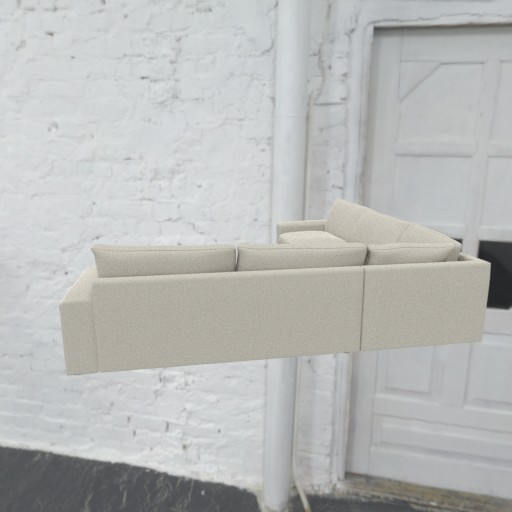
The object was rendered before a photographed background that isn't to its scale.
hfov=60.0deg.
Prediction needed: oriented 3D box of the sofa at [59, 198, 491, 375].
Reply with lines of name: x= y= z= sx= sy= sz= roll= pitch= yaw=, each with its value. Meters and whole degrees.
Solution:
sofa: x=0.000 y=0.000 z=4.700 sx=3.206 sy=0.918 sz=3.066 roll=-2 pitch=14 yaw=-10
